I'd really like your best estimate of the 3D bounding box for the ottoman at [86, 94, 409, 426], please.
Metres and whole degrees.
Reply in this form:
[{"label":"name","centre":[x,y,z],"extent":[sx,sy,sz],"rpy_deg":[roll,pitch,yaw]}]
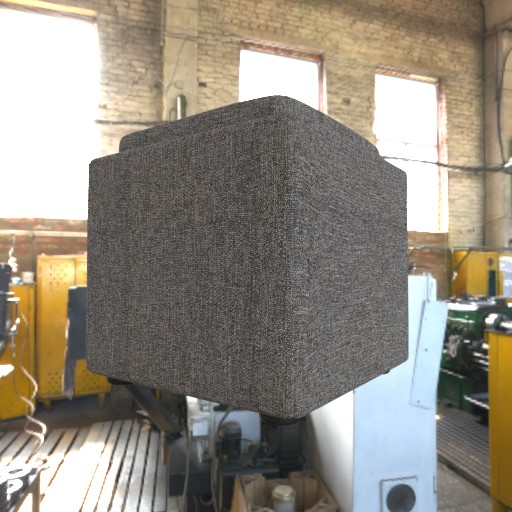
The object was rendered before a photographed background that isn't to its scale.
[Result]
[{"label":"ottoman","centre":[0.000,0.000,0.852],"extent":[0.450,0.460,0.450],"rpy_deg":[-1,-2,36]}]
